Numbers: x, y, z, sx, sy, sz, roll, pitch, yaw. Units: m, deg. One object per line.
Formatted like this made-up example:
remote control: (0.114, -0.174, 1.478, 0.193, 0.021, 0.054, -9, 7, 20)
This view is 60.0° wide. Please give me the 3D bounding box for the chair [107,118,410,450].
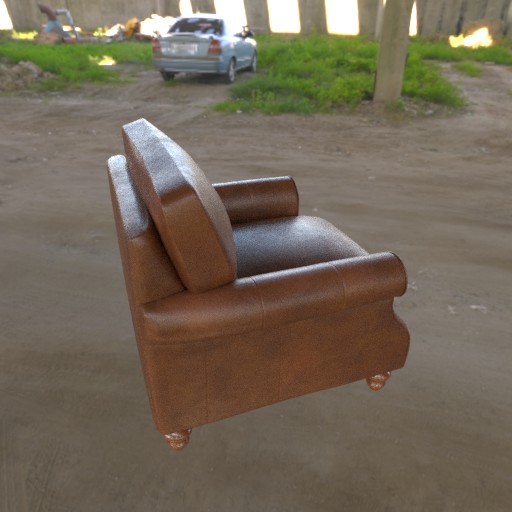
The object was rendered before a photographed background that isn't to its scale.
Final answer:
chair: (0.000, 0.000, 1.733, 0.992, 0.972, 0.989, -10, 30, -18)
